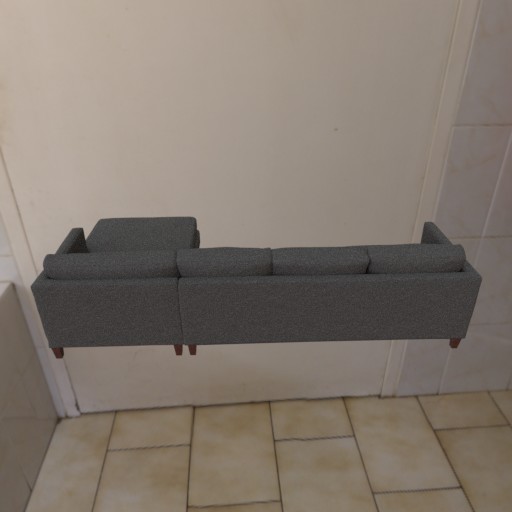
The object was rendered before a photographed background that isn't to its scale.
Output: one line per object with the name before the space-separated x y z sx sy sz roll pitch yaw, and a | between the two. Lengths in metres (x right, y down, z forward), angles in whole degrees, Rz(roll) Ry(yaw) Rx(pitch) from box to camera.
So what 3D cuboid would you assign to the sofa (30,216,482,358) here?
sofa | 0.000 0.000 3.912 3.186 0.846 1.625 -1 30 -2
